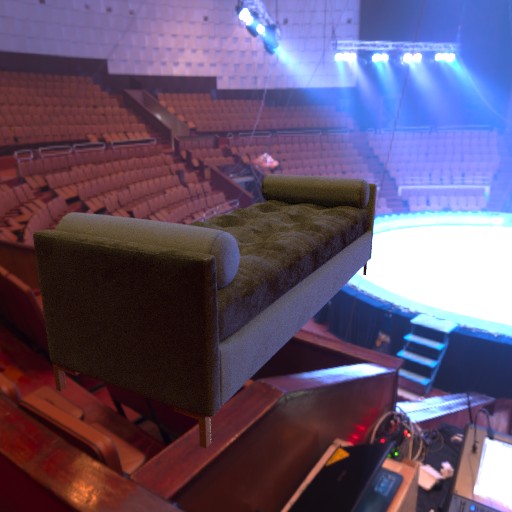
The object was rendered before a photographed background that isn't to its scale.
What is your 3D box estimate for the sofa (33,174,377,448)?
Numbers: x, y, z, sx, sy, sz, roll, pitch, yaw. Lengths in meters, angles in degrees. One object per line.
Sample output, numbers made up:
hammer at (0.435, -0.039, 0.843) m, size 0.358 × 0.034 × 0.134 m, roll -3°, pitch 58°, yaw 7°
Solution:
sofa at (0.000, 0.000, 2.407) m, size 0.796 × 0.705 × 2.102 m, roll 8°, pitch 18°, yaw 27°
